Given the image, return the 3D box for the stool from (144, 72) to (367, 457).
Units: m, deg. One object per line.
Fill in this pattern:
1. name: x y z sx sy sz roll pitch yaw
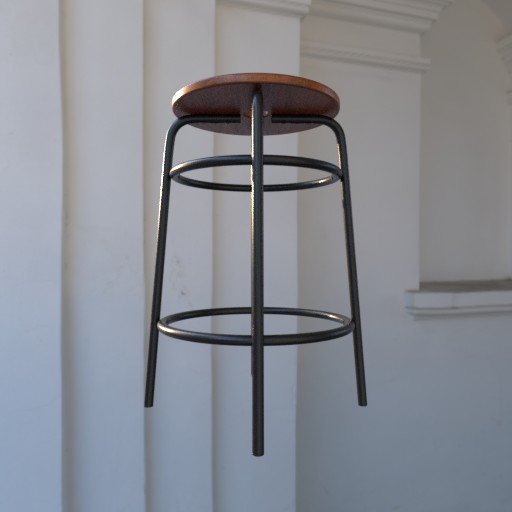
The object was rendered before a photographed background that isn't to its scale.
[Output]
1. stool: 0.000 0.000 0.901 0.455 0.610 0.455 0 0 -1
